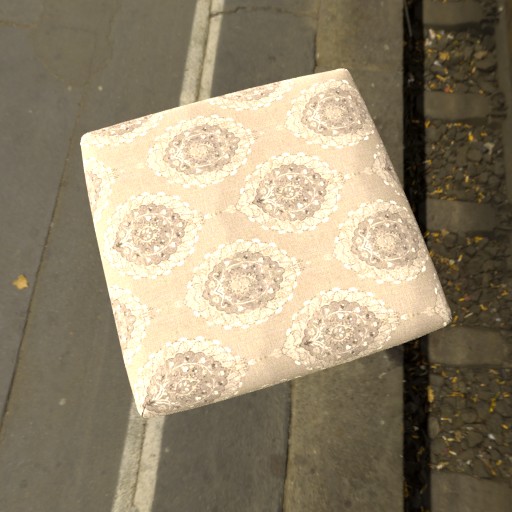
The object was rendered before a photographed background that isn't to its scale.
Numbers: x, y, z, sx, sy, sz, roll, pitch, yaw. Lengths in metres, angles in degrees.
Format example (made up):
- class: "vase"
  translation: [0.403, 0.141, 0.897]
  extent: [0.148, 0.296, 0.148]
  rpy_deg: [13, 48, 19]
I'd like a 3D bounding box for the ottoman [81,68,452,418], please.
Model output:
- class: "ottoman"
  translation: [0.000, 0.000, 0.900]
  extent: [0.507, 0.473, 0.497]
  rpy_deg: [-16, 75, -4]
